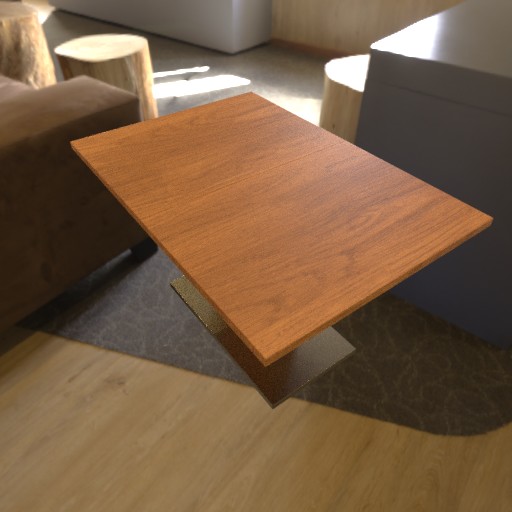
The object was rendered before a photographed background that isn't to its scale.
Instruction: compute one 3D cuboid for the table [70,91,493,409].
[{"bbox_3d":[0.000,0.000,1.841,0.900,0.770,1.300,-26,47,-26],"label":"table"}]
